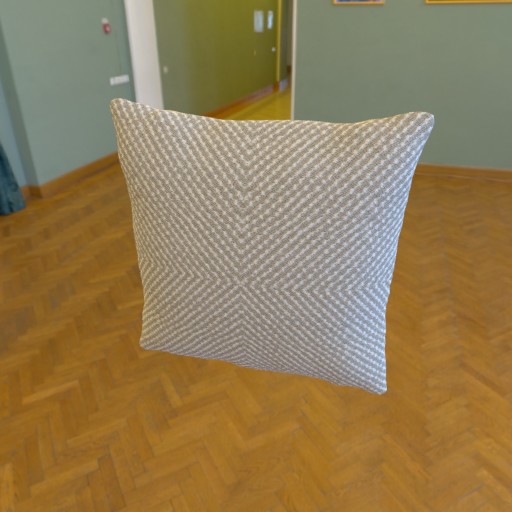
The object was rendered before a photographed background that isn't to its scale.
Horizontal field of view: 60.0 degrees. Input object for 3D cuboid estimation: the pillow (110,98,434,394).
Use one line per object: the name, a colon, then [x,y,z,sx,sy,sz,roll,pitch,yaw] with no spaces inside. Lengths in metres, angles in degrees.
pillow: [0.000,0.000,0.703,0.459,0.458,0.181,7,29,14]
